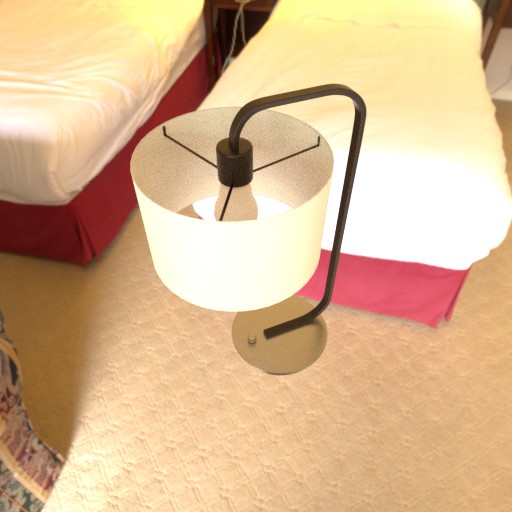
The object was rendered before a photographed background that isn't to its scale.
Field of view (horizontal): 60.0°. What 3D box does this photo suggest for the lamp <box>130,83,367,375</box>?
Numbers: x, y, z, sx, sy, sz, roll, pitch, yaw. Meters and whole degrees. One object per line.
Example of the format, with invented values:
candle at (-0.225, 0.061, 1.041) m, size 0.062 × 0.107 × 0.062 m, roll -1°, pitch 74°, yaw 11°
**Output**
lamp at (0.000, 0.000, 0.643) m, size 0.288 × 0.473 × 0.230 m, roll -17°, pitch 48°, yaw -16°
